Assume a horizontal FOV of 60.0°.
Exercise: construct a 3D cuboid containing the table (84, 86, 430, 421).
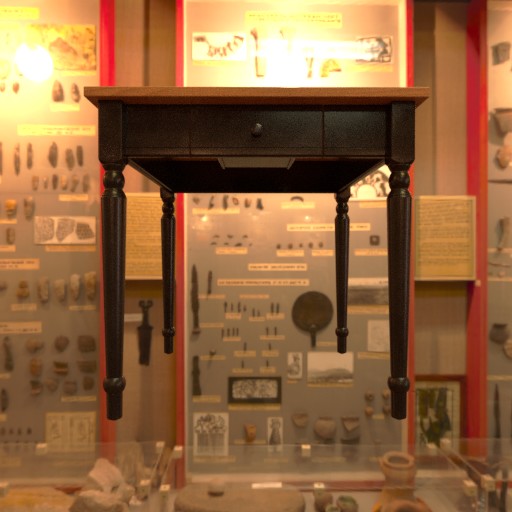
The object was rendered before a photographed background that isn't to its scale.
[{"bbox_3d":[0.000,0.000,1.332,0.747,0.738,0.747,0,1,0],"label":"table"}]
